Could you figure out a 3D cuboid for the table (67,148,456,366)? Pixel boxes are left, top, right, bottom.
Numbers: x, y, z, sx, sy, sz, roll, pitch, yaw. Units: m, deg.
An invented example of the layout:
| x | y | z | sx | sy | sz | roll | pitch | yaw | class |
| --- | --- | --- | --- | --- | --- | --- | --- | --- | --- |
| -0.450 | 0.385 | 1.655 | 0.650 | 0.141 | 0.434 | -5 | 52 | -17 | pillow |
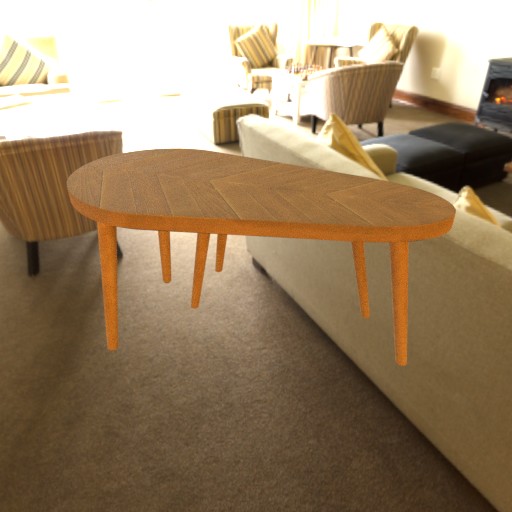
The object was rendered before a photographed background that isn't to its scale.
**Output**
| x | y | z | sx | sy | sz | roll | pitch | yaw | class |
| --- | --- | --- | --- | --- | --- | --- | --- | --- | --- |
| 0.000 | 0.000 | 1.578 | 1.190 | 0.595 | 0.701 | 9 | 33 | 14 | table |
